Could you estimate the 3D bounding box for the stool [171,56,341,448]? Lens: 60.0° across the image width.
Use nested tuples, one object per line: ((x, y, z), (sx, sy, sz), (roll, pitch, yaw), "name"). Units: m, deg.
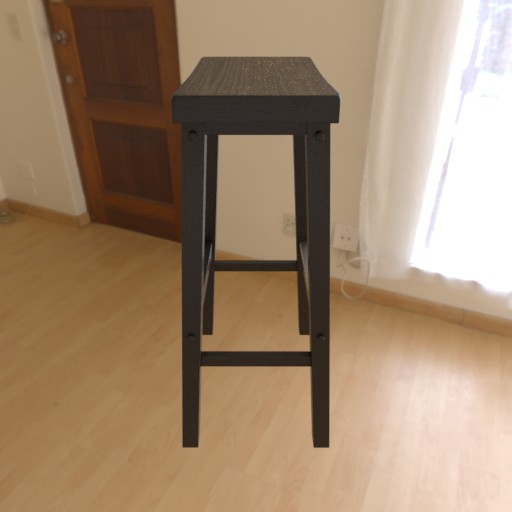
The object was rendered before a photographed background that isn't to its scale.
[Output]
((0.000, 0.000, 0.956), (0.322, 0.742, 0.406), (0, 31, 0), "stool")
